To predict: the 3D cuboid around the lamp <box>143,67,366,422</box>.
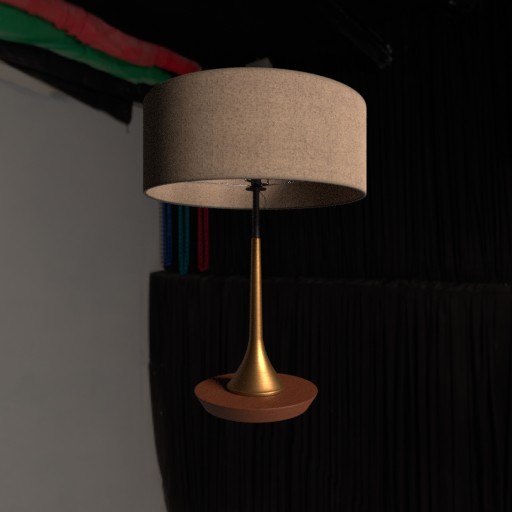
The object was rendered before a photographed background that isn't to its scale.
[{"bbox_3d":[0.000,0.000,0.827,0.396,0.551,0.417,0,0,37],"label":"lamp"}]
